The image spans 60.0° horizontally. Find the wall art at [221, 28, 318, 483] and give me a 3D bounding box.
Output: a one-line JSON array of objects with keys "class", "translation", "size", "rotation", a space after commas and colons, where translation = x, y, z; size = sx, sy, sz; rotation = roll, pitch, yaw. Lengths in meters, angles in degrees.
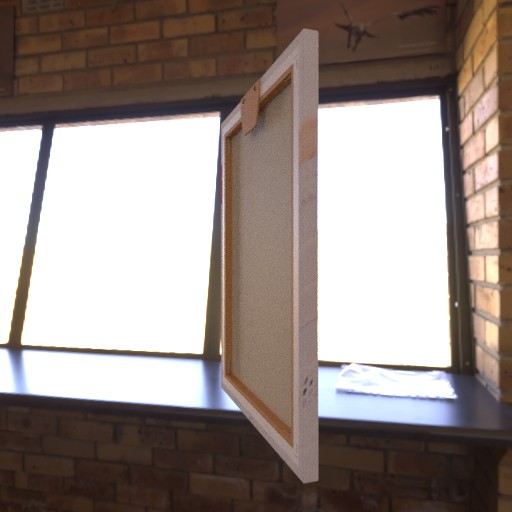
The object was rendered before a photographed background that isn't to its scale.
[{"class": "wall art", "translation": [0.000, 0.000, 1.350], "size": [0.045, 1.014, 0.759], "rotation": [0, 0, -18]}]
